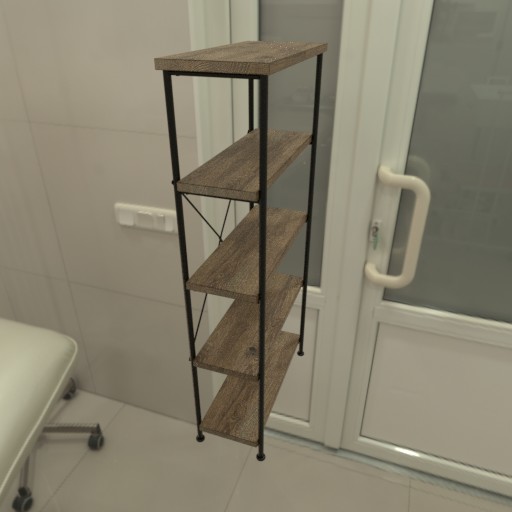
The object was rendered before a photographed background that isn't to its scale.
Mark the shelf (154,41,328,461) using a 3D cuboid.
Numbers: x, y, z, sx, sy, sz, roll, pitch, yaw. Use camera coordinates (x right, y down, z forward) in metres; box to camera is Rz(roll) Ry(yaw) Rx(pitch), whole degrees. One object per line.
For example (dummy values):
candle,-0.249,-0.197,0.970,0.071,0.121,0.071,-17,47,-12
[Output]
shelf,0.000,0.000,2.005,0.360,1.700,0.800,10,31,17
